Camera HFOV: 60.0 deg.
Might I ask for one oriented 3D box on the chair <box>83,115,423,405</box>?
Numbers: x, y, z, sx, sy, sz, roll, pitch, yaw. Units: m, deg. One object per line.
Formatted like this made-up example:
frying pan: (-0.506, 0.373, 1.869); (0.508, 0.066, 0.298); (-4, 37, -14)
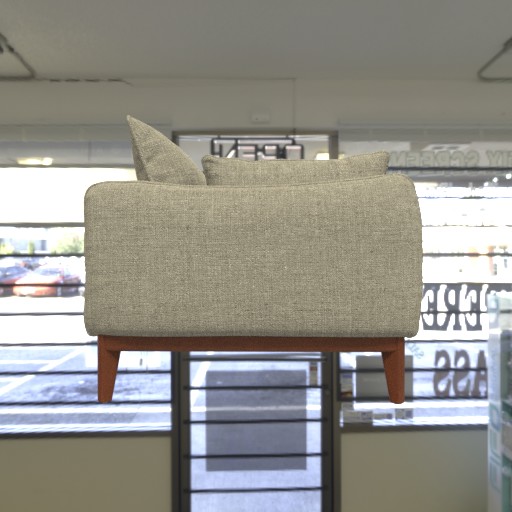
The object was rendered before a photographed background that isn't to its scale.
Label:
chair: (0.000, 0.000, 1.692); (0.976, 0.839, 0.993); (0, 0, 1)
